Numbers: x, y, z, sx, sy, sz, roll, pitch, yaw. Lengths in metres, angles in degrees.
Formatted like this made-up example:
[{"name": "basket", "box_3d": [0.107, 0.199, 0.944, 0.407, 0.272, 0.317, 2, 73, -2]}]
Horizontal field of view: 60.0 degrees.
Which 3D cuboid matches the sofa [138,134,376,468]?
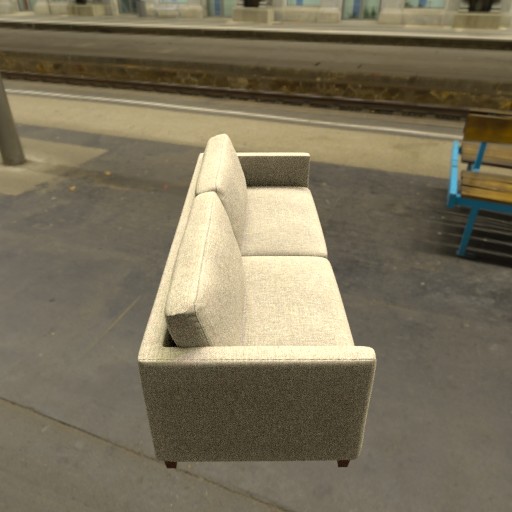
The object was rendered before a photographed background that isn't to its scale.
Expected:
[{"name": "sofa", "box_3d": [0.000, 0.000, 2.829, 0.948, 0.951, 2.434, 0, 32, 0]}]
